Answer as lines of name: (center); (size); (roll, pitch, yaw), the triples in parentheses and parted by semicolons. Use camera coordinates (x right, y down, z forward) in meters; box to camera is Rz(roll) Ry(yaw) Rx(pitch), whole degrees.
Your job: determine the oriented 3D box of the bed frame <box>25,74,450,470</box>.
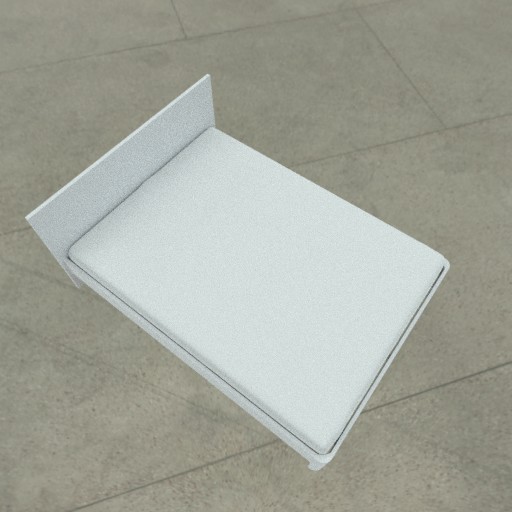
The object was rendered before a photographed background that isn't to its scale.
bed frame: (0.000, 0.000, 2.696); (1.950, 0.800, 1.490); (33, 64, 18)
